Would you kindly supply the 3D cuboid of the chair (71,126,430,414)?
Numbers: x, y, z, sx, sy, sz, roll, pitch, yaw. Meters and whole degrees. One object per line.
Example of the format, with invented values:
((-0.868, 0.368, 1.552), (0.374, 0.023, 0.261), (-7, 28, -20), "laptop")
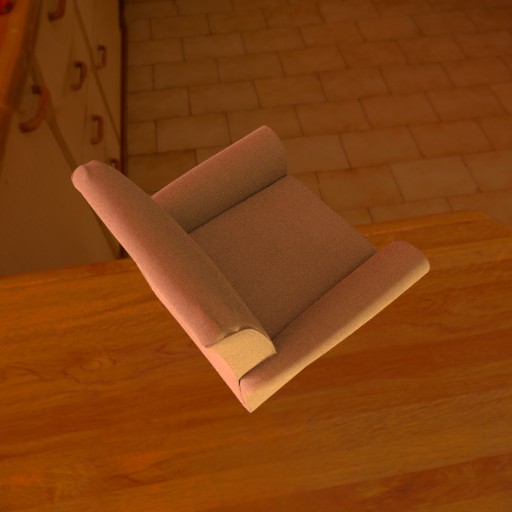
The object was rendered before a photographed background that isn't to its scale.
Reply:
((0.000, 0.000, 1.755), (0.905, 1.061, 0.978), (-35, 64, -20), "chair")
